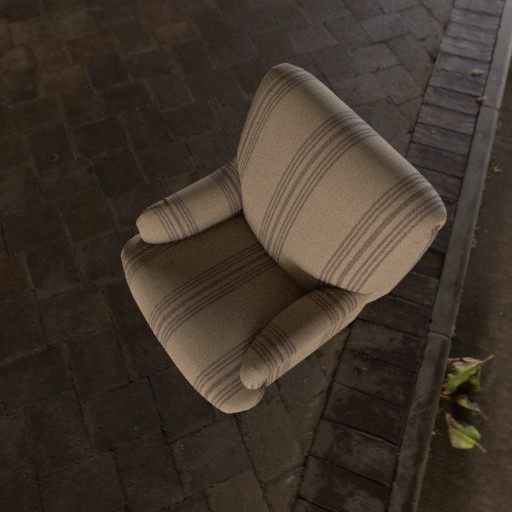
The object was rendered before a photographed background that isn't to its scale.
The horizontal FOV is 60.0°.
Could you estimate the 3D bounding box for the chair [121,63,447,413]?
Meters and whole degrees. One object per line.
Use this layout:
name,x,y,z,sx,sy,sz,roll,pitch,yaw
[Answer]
chair,0.000,0.000,1.643,0.914,0.940,0.813,-33,68,-15
